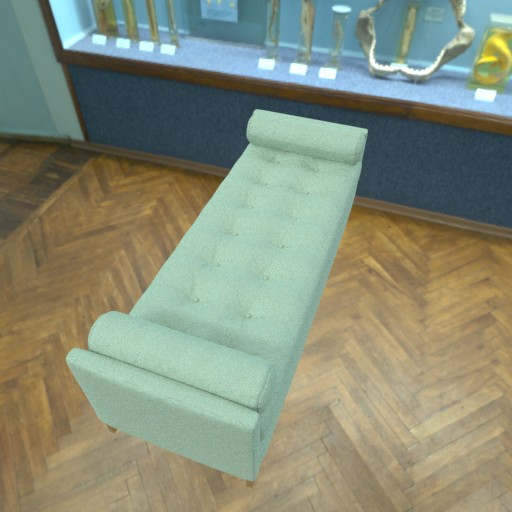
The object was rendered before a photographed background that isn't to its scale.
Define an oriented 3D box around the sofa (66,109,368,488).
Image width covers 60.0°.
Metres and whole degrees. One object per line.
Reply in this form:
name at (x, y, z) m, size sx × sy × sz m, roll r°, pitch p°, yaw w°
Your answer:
sofa at (0.000, 0.000, 2.461) m, size 0.796 × 0.705 × 2.102 m, roll 15°, pitch 48°, yaw 14°
